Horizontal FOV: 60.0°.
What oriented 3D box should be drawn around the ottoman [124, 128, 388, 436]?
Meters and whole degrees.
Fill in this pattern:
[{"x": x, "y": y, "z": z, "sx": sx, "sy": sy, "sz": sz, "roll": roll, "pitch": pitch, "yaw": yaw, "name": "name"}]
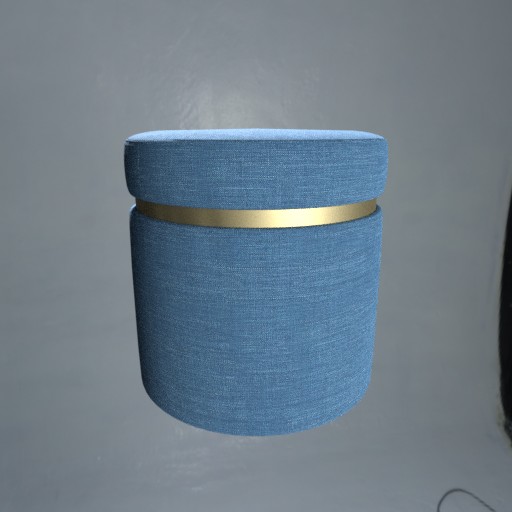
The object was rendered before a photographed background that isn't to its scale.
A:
[{"x": 0.000, "y": 0.000, "z": 0.735, "sx": 0.398, "sy": 0.406, "sz": 0.398, "roll": 0, "pitch": 16, "yaw": 0, "name": "ottoman"}]
